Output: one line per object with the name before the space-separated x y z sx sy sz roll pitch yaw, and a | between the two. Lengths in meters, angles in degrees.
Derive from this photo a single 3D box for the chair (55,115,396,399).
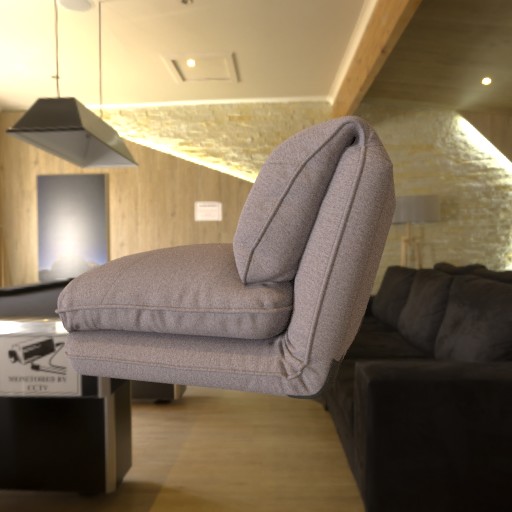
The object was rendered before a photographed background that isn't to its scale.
chair | 0.000 0.000 1.307 0.780 0.580 0.820 0 1 18
